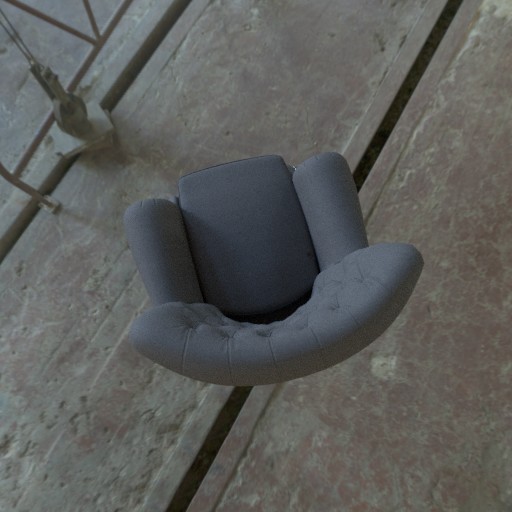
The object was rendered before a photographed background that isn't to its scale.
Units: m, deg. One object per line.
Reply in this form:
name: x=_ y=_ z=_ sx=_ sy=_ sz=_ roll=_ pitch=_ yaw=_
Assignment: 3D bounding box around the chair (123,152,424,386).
chair: x=0.000 y=0.000 z=1.821 sx=0.983 sy=1.046 sz=0.983 roll=-15 pitch=76 yaw=-4
